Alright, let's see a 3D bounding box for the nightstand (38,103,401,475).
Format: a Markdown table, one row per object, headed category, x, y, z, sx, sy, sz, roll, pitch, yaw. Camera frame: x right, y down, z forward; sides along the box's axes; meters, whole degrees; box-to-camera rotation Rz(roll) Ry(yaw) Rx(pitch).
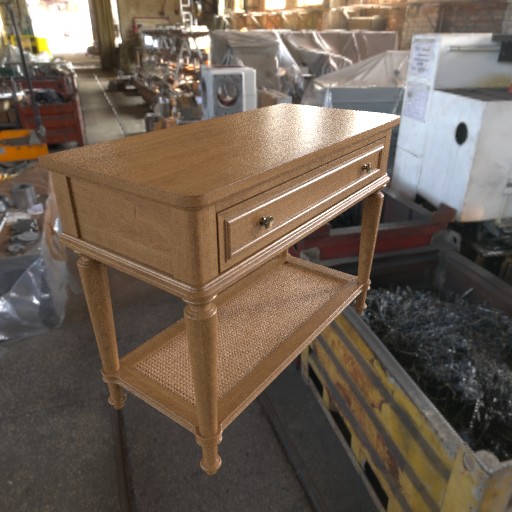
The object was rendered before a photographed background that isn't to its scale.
| category | x | y | z | sx | sy | sz | roll | pitch | yaw |
| --- | --- | --- | --- | --- | --- | --- | --- | --- | --- |
| nightstand | 0.000 | 0.000 | 1.275 | 0.432 | 0.700 | 0.914 | 19 | 32 | 32 |
